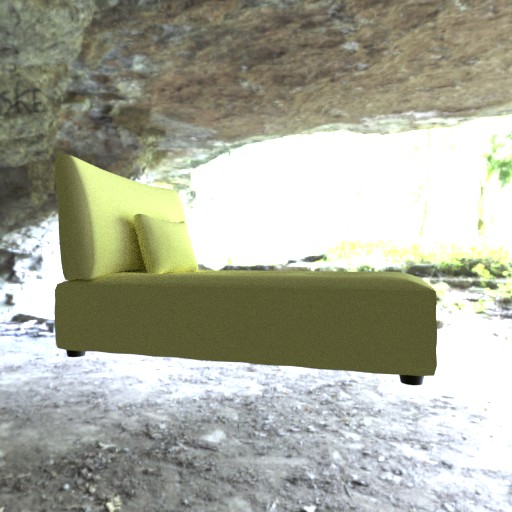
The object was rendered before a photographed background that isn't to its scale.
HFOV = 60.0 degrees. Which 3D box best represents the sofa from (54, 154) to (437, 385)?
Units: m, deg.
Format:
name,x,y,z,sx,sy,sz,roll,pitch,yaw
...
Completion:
name,x,y,z,sx,sy,sz,roll,pitch,yaw
sofa,0.000,0.000,1.991,1.450,0.820,0.930,0,-1,18
